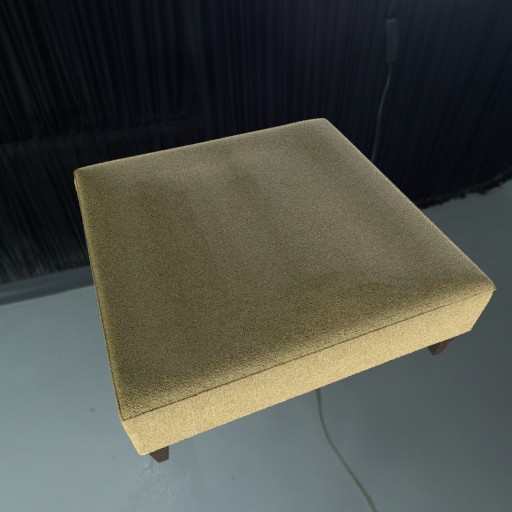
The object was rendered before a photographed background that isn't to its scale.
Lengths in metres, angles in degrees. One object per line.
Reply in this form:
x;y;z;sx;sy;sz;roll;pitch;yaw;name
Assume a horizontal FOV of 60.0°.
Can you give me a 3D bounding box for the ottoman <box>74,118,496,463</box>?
0.000;0.000;1.439;0.981;0.378;0.970;-16;48;-15;ottoman
